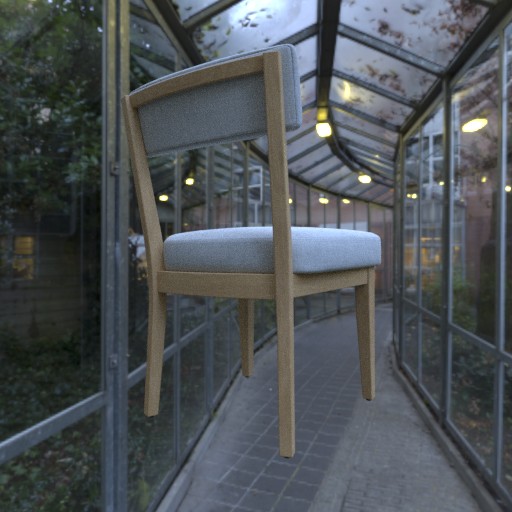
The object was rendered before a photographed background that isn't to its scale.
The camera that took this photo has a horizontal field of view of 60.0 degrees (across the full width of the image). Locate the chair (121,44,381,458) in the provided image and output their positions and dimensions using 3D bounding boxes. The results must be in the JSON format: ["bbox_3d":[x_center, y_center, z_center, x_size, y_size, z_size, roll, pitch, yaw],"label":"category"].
[{"bbox_3d":[0.000,0.000,1.180,0.508,0.832,0.572,0,0,34],"label":"chair"}]
